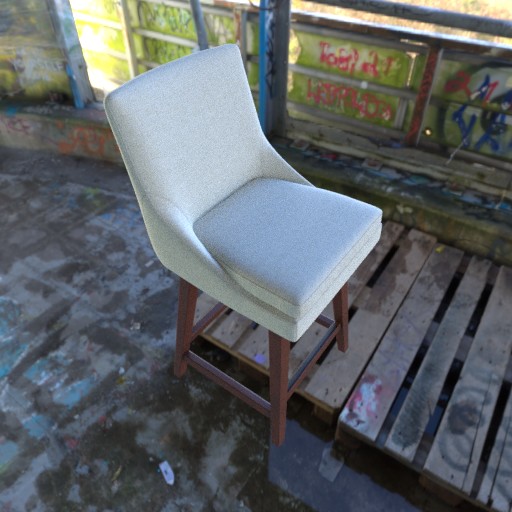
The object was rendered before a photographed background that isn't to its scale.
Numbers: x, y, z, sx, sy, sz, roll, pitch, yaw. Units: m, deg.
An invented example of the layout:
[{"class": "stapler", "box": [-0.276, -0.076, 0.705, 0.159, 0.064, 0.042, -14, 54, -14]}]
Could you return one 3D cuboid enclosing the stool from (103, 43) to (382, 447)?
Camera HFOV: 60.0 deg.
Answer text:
[{"class": "stool", "box": [0.000, 0.000, 1.294, 0.559, 0.991, 0.469, 26, 48, 26]}]
